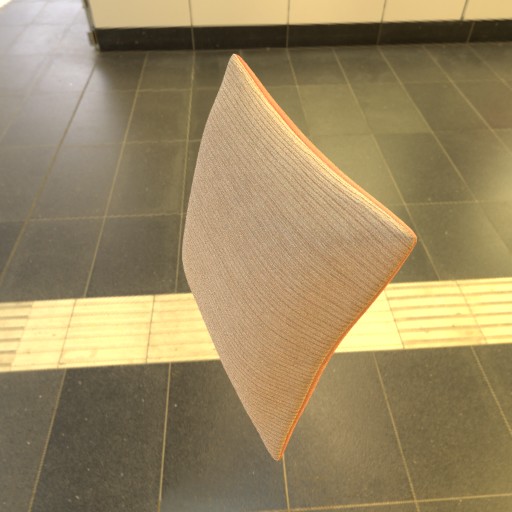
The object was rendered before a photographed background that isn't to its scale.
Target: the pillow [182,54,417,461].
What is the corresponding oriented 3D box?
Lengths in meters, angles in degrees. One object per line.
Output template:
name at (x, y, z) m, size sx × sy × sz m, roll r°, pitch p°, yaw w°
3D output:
pillow at (0.000, 0.000, 0.636) m, size 0.177 × 0.401 × 0.424 m, roll -17°, pitch 49°, yaw -16°
